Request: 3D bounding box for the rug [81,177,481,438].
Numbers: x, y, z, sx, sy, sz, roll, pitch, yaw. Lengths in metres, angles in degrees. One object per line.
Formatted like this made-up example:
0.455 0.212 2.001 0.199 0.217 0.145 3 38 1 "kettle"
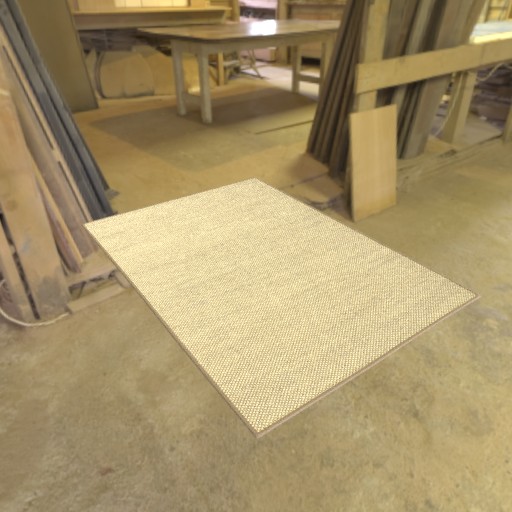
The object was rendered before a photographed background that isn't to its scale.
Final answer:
0.000 0.000 2.762 1.517 0.013 2.115 -21 37 -30 "rug"
